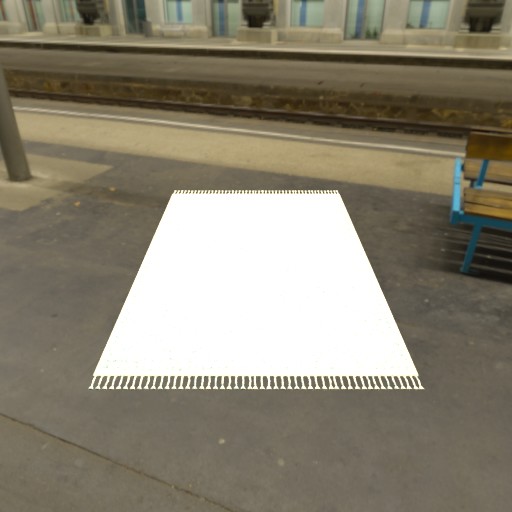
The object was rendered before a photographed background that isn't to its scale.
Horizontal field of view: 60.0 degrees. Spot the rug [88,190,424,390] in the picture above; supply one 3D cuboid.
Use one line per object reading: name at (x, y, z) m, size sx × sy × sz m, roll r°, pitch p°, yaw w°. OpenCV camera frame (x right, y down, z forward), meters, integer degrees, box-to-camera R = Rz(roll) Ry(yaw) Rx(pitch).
rug at (0.000, 0.000, 3.063) m, size 1.524 × 0.010 × 2.438 m, roll 0°, pitch 30°, yaw 0°
